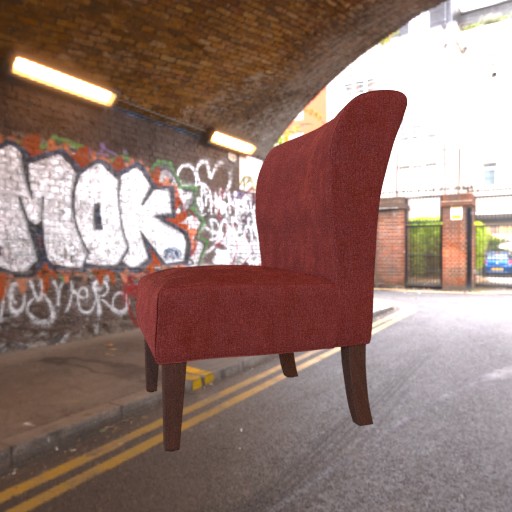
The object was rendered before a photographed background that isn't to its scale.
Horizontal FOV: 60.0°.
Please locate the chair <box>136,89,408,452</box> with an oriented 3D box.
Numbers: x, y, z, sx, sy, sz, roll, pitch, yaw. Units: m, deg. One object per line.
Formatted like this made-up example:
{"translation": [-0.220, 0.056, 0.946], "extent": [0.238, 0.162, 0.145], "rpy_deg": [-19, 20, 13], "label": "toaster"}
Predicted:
{"translation": [0.000, 0.000, 1.261], "extent": [0.640, 0.846, 0.538], "rpy_deg": [0, 0, -18], "label": "chair"}
